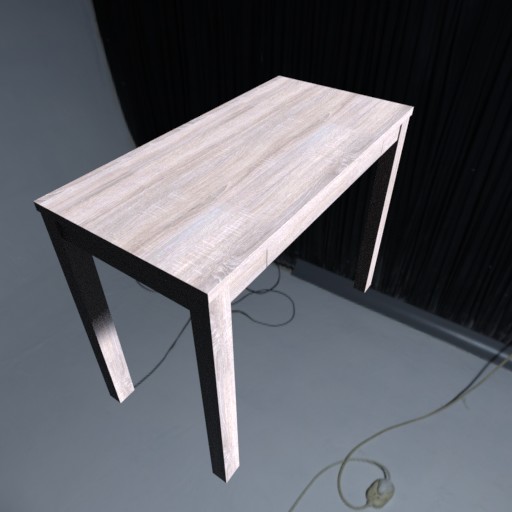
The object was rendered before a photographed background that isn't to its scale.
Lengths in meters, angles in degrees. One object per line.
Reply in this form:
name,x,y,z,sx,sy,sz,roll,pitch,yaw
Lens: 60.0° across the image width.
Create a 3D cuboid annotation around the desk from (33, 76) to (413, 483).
desk,0.000,0.000,1.416,0.495,0.762,0.991,24,46,26
